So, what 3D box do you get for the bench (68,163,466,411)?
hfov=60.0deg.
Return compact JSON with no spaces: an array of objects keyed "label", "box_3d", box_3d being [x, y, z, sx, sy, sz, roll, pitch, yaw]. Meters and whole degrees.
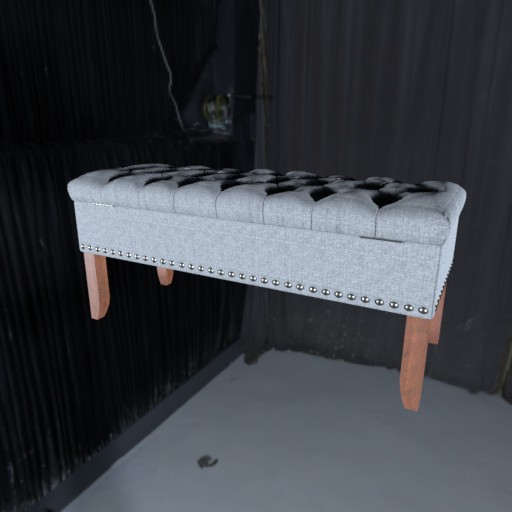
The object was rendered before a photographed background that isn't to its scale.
[{"label":"bench","box_3d":[0.000,0.000,1.299,1.052,0.470,0.417,9,20,27]}]
